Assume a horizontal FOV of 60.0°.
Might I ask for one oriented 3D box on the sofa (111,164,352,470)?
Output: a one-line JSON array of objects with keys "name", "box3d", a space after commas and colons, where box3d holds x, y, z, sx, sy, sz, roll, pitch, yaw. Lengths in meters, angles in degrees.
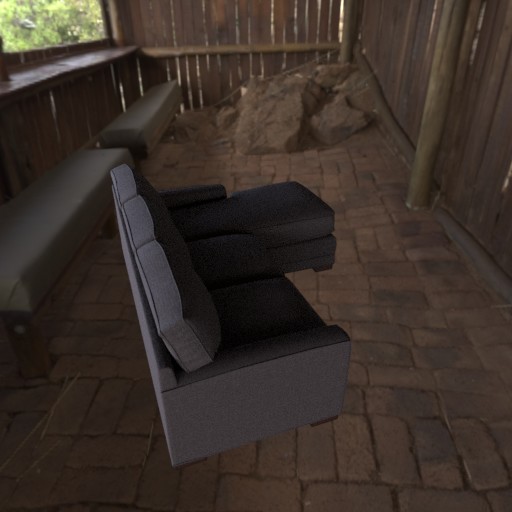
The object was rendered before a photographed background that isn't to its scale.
[{"name": "sofa", "box3d": [0.000, 0.000, 3.266, 1.790, 0.973, 2.370, -11, 32, -17]}]
